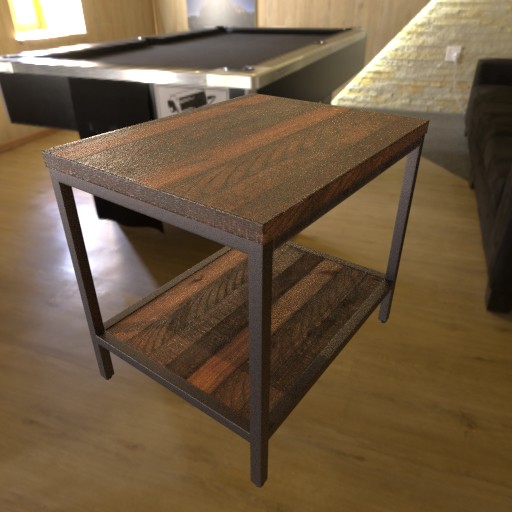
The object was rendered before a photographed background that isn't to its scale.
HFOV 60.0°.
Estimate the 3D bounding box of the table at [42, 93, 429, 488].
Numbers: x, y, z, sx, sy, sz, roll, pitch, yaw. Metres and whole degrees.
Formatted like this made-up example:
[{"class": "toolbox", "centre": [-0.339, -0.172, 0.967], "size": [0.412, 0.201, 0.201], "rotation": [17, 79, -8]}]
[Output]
[{"class": "table", "centre": [0.000, 0.000, 1.107], "size": [0.524, 0.612, 0.678], "rotation": [21, 37, 31]}]
